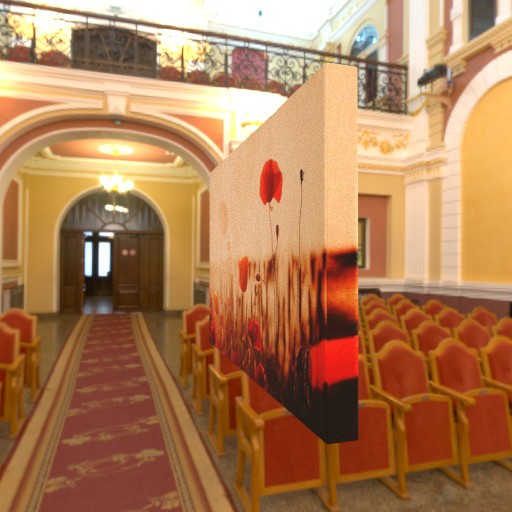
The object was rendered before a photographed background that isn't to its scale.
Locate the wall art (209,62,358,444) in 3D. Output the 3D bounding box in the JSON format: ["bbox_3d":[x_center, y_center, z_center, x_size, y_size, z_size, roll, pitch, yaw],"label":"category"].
[{"bbox_3d":[0.000,0.000,0.763,0.040,0.402,0.613,0,-1,-17],"label":"wall art"}]
